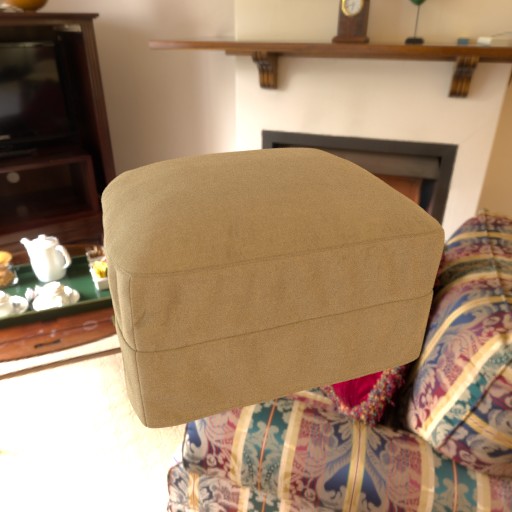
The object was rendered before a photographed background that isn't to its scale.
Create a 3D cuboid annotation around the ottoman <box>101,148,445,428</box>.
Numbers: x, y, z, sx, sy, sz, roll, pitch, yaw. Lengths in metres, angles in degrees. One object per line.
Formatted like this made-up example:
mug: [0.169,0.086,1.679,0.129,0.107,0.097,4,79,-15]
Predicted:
ottoman: [0.000,0.000,1.110,0.712,0.480,0.584,-9,29,-17]
